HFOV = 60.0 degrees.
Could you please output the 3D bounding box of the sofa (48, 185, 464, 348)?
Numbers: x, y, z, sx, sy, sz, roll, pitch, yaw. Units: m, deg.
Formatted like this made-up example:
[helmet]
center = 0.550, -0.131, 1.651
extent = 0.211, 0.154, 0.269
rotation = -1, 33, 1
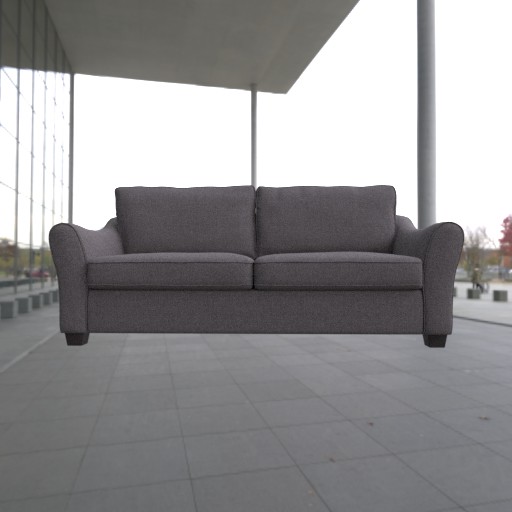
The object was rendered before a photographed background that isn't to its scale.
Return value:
[sofa]
center = 0.000, 0.000, 2.751
extent = 2.203, 0.976, 1.013
rotation = 0, -2, 2
